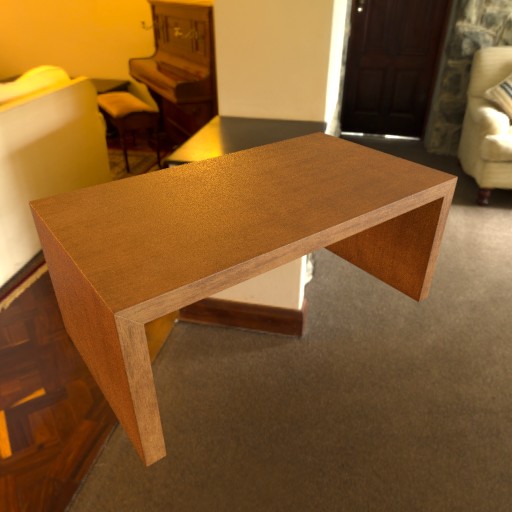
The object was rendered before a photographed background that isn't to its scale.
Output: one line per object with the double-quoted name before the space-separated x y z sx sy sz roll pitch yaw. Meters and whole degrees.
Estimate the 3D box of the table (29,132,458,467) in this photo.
"table" 0.000 0.000 1.277 1.000 0.419 0.549 -22 38 -31
